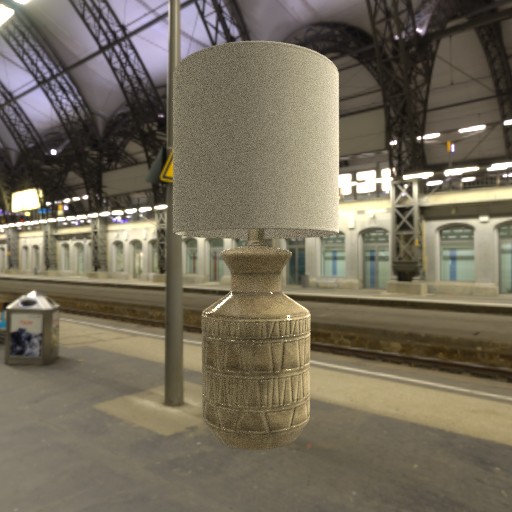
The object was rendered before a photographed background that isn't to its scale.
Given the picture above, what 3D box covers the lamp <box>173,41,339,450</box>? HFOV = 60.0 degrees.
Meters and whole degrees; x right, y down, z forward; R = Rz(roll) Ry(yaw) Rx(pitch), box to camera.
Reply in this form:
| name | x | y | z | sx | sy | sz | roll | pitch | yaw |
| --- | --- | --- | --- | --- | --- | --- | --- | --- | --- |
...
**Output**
| name | x | y | z | sx | sy | sz | roll | pitch | yaw |
| --- | --- | --- | --- | --- | --- | --- | --- | --- | --- |
| lamp | 0.000 | 0.000 | 0.573 | 0.211 | 0.455 | 0.211 | 0 | -1 | 19 |
